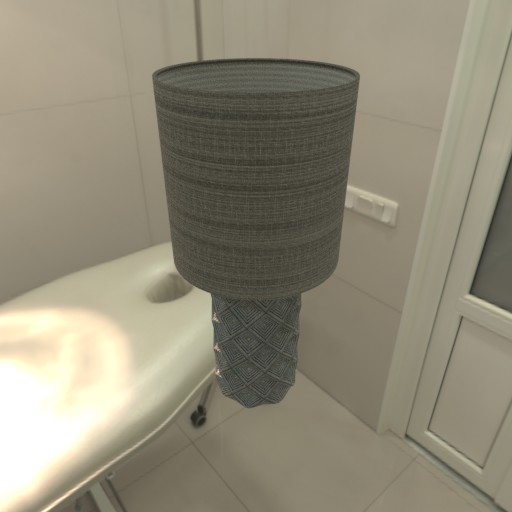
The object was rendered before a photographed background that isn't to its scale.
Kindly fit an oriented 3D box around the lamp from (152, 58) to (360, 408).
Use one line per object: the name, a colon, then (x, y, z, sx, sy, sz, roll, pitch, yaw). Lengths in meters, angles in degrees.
lamp: (0.000, 0.000, 0.730, 0.268, 0.566, 0.269, -24, 39, -34)
